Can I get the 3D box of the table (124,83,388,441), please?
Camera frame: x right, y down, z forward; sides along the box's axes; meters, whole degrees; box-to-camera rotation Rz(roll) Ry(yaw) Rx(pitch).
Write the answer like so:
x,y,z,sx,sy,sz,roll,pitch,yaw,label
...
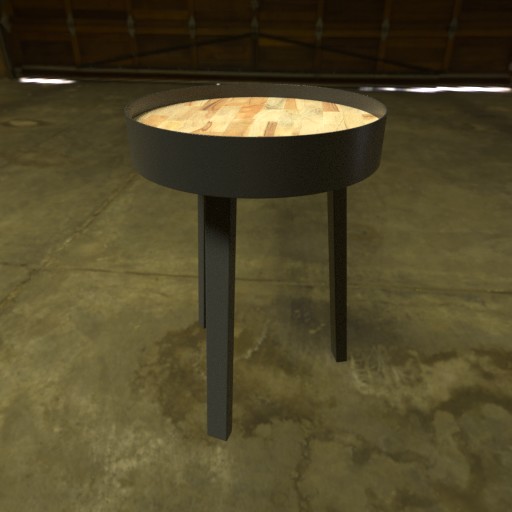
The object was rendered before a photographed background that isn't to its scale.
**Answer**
x,y,z,sx,sy,sz,roll,pitch,yaw,label
0.000,0.000,0.845,0.406,0.559,0.406,0,30,0,table
